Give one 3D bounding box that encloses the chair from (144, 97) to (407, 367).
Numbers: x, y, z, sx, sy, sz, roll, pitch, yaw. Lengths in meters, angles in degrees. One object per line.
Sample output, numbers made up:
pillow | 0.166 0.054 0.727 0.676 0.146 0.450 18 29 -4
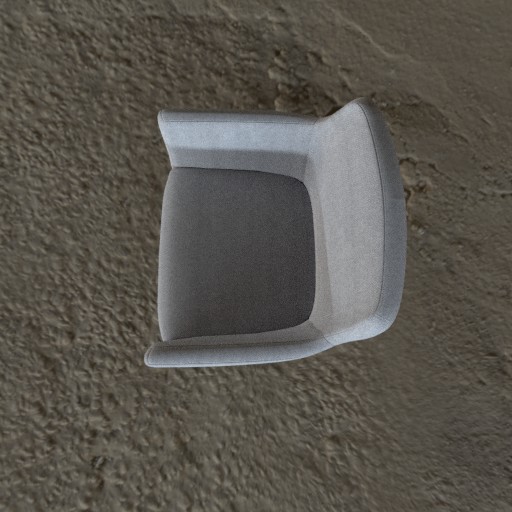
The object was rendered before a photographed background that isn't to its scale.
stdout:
chair | 0.000 0.000 1.163 0.540 0.780 0.570 0 75 0
